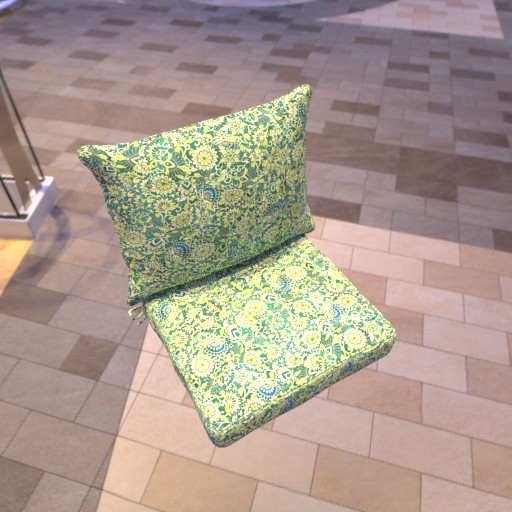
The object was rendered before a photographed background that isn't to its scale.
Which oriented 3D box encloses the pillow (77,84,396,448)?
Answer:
[{"bbox_3d":[0.000,0.000,1.398,0.798,0.722,0.740,-23,50,-21],"label":"pillow"}]
